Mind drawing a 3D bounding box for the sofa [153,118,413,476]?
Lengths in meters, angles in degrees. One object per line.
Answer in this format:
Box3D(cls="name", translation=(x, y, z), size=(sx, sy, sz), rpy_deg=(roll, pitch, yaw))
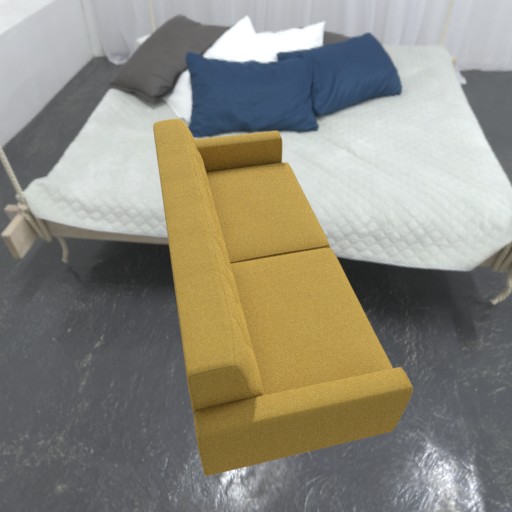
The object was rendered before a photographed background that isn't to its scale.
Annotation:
Box3D(cls="sofa", translation=(0.000, 0.000, 2.458), size=(0.909, 0.841, 2.029), rpy_deg=(-9, 46, -9))
